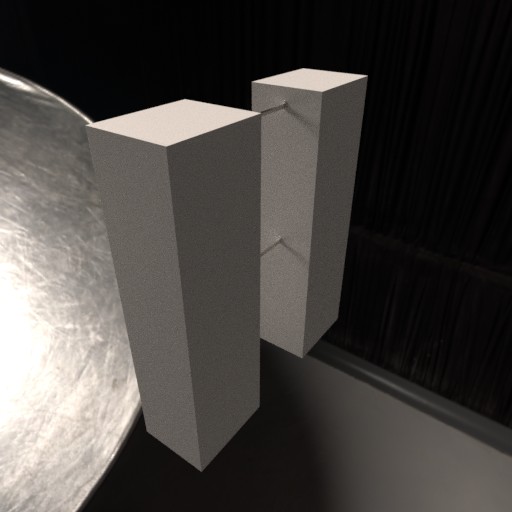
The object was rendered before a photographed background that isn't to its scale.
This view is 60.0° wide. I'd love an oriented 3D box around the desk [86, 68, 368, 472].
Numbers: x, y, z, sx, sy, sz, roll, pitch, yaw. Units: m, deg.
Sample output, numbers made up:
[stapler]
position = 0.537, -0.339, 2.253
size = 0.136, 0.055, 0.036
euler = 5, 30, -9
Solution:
[desk]
position = 0.000, 0.000, 2.873
size = 0.480, 2.000, 1.770
euler = 21, 37, 30
